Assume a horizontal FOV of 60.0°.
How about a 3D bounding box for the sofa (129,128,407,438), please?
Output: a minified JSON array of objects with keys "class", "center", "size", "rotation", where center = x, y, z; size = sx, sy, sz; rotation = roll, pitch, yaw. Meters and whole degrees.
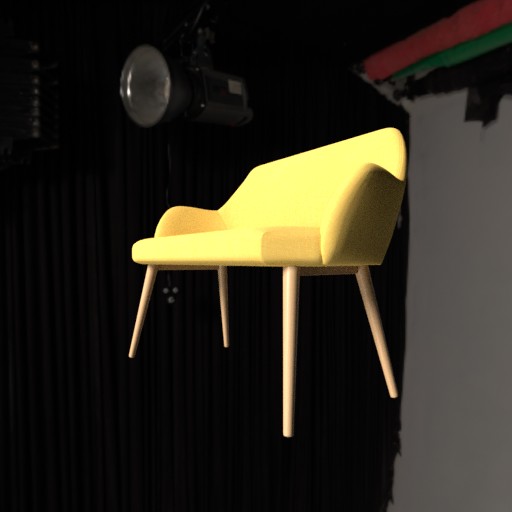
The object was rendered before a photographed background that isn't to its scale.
[{"class":"sofa","center":[0.000,0.000,1.586],"size":[0.610,0.840,1.150],"rotation":[0,-1,-35]}]
